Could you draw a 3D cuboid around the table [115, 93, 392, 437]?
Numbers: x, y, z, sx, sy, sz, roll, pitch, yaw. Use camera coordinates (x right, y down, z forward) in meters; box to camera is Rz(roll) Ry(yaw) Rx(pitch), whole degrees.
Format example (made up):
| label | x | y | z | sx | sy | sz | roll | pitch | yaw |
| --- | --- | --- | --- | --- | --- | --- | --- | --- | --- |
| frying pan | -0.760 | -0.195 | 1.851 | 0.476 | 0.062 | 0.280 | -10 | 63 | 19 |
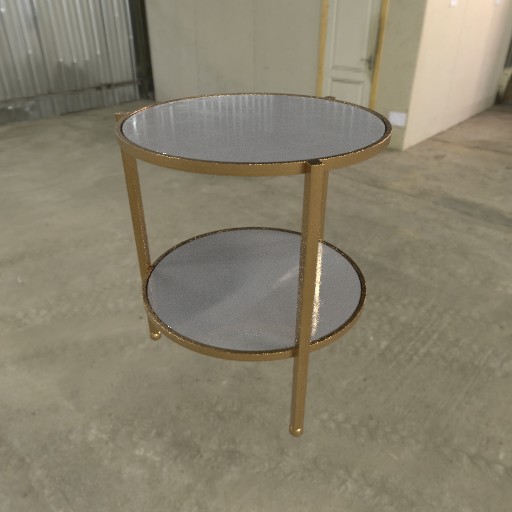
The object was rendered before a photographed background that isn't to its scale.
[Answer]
| label | x | y | z | sx | sy | sz | roll | pitch | yaw |
| --- | --- | --- | --- | --- | --- | --- | --- | --- | --- |
| table | 0.000 | 0.000 | 0.448 | 0.231 | 0.269 | 0.243 | -10 | 32 | -17 |
